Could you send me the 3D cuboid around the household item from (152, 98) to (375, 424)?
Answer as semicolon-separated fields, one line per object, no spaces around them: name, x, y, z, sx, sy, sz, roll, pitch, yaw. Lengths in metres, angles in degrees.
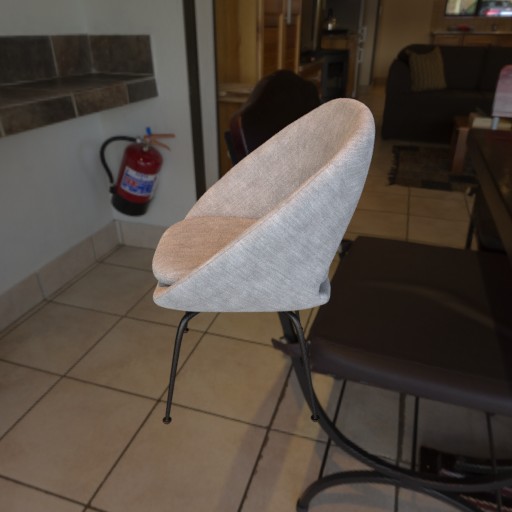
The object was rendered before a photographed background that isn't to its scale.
household item;0.000;0.000;1.320;0.587;0.869;0.643;0;27;-1
